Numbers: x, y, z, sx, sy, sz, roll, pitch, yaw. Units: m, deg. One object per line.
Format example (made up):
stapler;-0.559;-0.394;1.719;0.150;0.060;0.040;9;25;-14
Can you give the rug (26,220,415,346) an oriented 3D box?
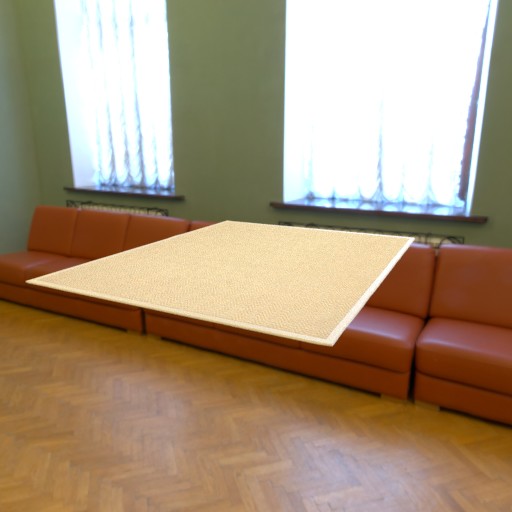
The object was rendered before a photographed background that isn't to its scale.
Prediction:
rug;0.000;0.000;4.134;2.423;0.019;3.009;7;16;26
